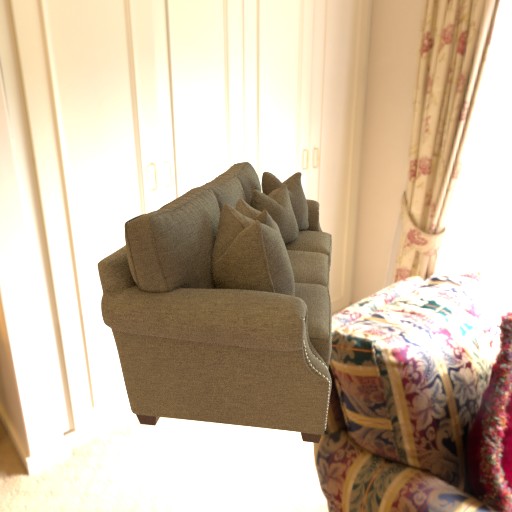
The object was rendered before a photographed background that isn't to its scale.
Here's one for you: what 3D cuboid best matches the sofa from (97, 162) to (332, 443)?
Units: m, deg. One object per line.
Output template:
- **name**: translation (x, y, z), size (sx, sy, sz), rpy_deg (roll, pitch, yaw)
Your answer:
- **sofa**: translation (0.000, 0.000, 2.801), size (0.965, 0.975, 2.312), rpy_deg (3, 18, 9)
